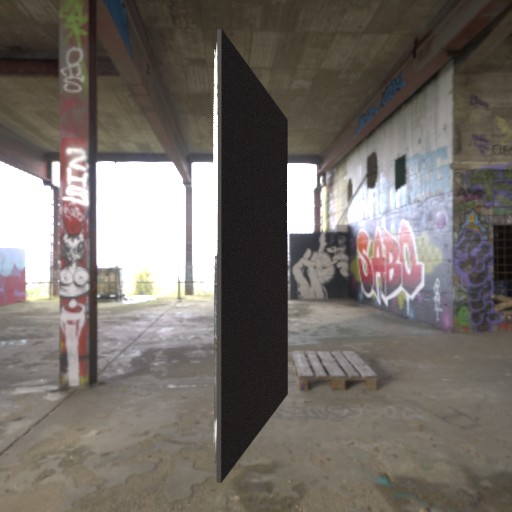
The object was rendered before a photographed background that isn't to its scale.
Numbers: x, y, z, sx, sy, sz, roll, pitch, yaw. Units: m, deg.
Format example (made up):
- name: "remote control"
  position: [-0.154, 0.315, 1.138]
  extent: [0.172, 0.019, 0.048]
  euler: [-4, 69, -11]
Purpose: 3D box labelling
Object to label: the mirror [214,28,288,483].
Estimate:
- name: "mirror"
  position: [0.000, 0.000, 1.190]
  extent: [0.039, 0.914, 0.613]
  euler: [0, 0, 17]
